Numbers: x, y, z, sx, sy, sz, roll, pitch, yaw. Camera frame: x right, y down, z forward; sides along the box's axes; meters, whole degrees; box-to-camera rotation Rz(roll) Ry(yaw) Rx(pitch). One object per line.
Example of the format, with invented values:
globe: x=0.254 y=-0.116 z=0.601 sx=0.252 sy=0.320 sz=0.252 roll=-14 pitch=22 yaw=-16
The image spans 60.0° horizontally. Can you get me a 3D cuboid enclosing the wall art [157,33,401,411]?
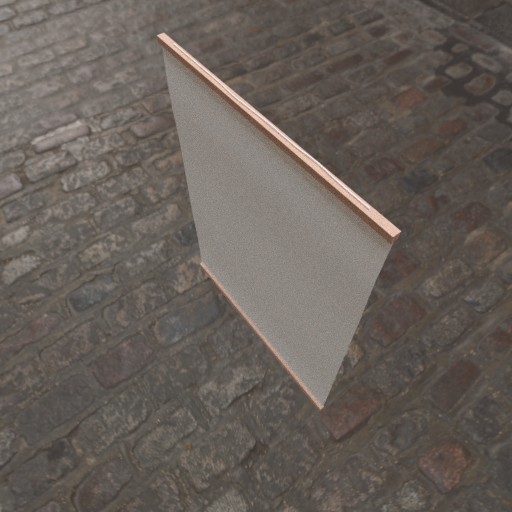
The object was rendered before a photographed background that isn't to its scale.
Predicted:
wall art: x=0.000 y=0.000 z=1.303 sx=0.020 sy=1.013 sz=0.758 roll=-32 pitch=61 yaw=-20
